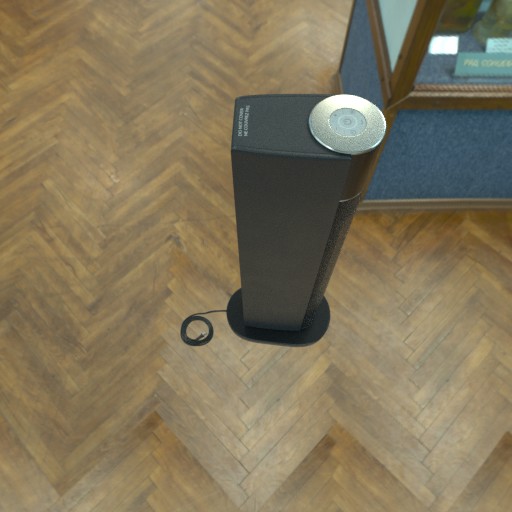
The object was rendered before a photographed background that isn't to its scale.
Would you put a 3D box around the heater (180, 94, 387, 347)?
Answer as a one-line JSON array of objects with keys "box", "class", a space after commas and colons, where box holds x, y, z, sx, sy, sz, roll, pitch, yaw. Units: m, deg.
[{"box": [0.000, 0.000, 1.009, 0.458, 0.856, 0.214, 2, 64, 1], "class": "heater"}]
